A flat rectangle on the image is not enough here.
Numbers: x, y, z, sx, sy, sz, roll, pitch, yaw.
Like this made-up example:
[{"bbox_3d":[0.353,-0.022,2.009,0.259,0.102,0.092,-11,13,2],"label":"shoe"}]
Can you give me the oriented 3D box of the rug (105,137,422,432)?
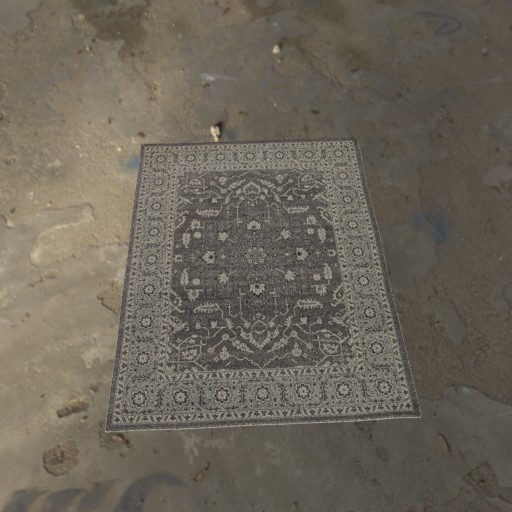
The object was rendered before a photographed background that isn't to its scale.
[{"bbox_3d":[0.000,0.000,4.213,2.451,0.026,3.069,-2,58,-1],"label":"rug"}]
